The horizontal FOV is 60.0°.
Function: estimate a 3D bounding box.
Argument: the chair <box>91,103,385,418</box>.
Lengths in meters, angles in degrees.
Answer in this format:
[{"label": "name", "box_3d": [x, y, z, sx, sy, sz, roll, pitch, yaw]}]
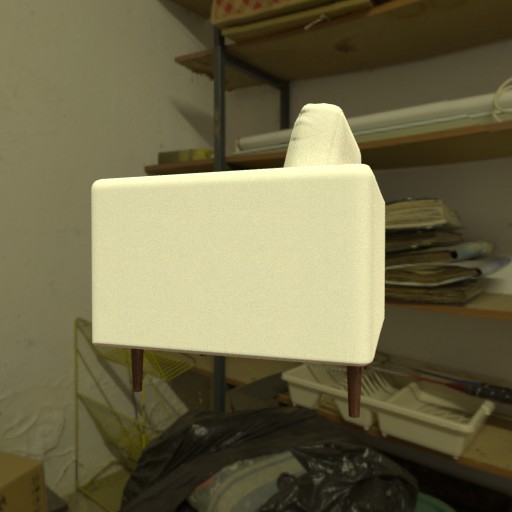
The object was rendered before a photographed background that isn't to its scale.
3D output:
[{"label": "chair", "box_3d": [0.000, 0.000, 1.619, 0.879, 0.899, 0.831, 0, 1, 18]}]
